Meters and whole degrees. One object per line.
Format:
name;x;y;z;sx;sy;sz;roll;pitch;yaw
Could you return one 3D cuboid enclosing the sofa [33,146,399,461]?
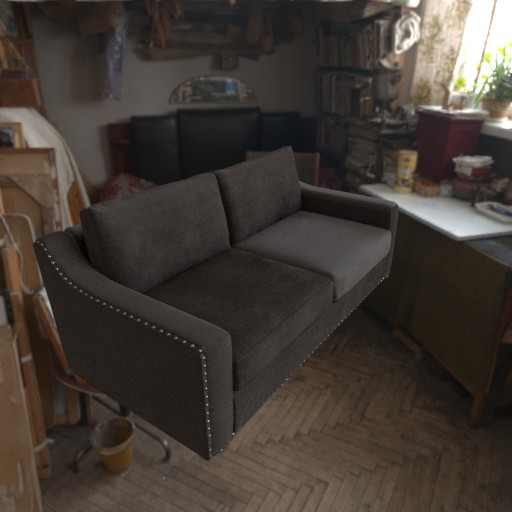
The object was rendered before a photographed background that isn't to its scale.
sofa;0.000;0.000;3.281;1.336;1.196;2.550;17;30;32
